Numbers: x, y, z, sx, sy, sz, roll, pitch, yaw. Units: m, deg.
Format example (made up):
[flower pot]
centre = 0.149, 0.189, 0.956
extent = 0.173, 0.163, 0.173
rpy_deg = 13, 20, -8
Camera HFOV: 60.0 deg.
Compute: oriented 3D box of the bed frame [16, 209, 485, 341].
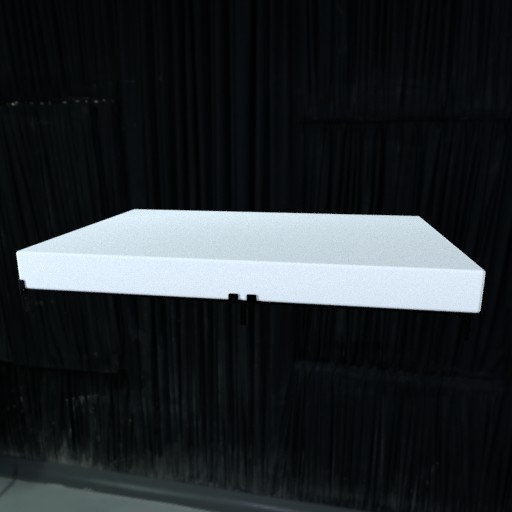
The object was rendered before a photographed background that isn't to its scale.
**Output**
[bed frame]
centre = 0.000, 0.000, 3.726
extent = 2.987, 0.440, 1.930
rpy_deg = 2, 15, 9
